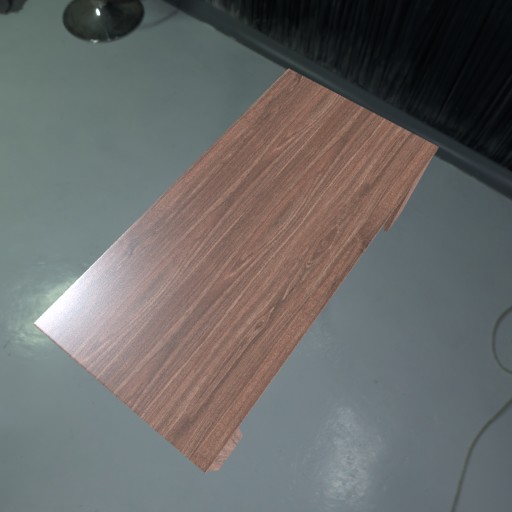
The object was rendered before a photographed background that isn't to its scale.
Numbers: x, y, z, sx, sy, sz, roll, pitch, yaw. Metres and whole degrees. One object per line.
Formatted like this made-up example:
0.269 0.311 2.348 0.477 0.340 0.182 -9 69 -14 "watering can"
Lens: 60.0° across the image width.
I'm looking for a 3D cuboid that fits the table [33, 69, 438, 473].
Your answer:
0.000 0.000 1.503 0.600 0.400 1.200 34 69 15 "table"
